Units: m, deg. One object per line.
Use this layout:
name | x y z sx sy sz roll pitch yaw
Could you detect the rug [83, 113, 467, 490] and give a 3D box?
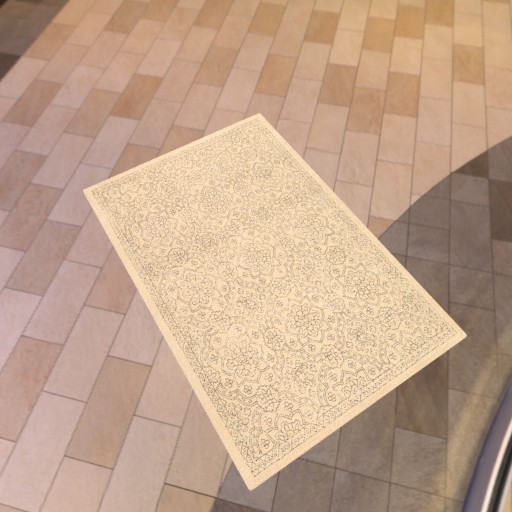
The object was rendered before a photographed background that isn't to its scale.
rug | 0.000 0.000 2.335 1.219 0.010 1.829 -28 63 -16
